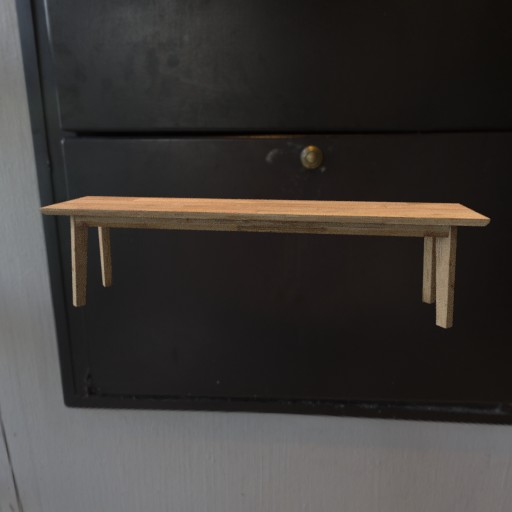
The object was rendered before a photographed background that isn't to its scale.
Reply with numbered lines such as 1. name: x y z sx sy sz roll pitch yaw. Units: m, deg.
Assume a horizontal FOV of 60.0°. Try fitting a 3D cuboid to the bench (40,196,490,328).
1. bench: 0.000 0.000 1.889 1.698 0.431 0.378 2 15 8
